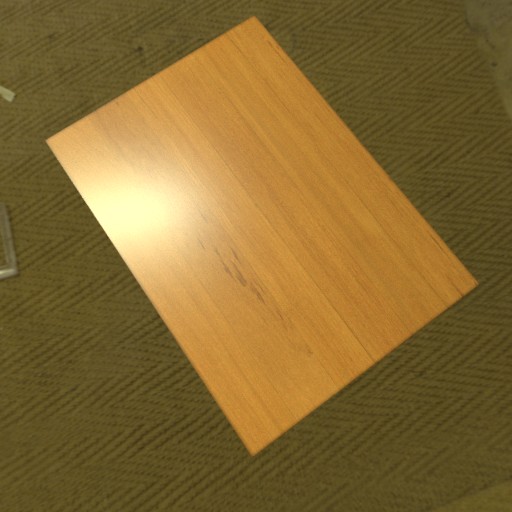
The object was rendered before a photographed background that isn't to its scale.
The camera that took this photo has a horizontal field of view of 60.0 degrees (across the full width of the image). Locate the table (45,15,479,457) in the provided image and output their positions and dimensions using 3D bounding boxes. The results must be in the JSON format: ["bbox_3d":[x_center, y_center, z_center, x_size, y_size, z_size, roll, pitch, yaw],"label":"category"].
[{"bbox_3d":[0.000,0.000,0.944,0.400,0.605,0.550,-35,79,-8],"label":"table"}]
